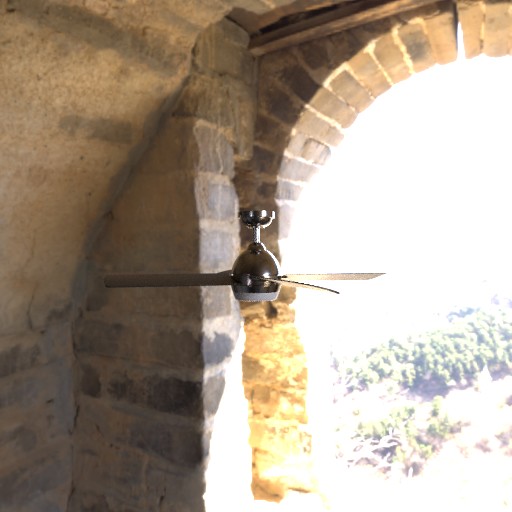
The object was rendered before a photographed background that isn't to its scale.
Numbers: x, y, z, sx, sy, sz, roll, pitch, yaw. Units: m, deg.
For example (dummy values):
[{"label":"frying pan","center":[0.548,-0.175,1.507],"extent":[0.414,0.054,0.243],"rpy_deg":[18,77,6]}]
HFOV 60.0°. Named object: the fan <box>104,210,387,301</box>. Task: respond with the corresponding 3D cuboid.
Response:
[{"label":"fan","center":[0.000,0.000,2.051],"extent":[1.332,0.403,1.332],"rpy_deg":[0,0,-18]}]
